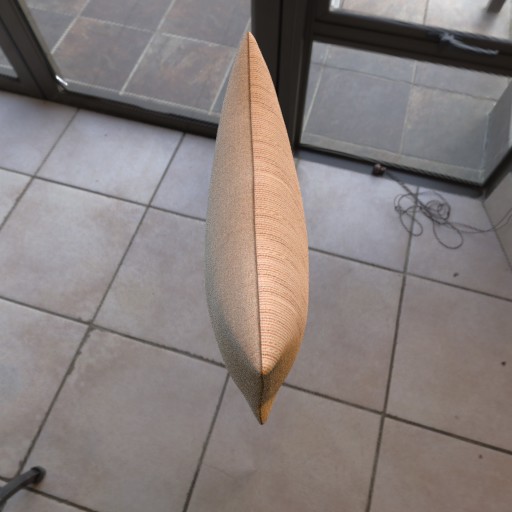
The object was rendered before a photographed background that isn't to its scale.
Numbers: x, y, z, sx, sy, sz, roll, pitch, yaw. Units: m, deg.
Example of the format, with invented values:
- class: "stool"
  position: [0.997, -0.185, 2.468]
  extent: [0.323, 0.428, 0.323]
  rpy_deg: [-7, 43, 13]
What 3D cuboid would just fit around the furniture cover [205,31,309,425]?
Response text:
- class: "furniture cover"
  position: [0.000, 0.000, 0.773]
  extent: [0.178, 0.506, 0.512]
  rpy_deg: [-2, 64, -1]
